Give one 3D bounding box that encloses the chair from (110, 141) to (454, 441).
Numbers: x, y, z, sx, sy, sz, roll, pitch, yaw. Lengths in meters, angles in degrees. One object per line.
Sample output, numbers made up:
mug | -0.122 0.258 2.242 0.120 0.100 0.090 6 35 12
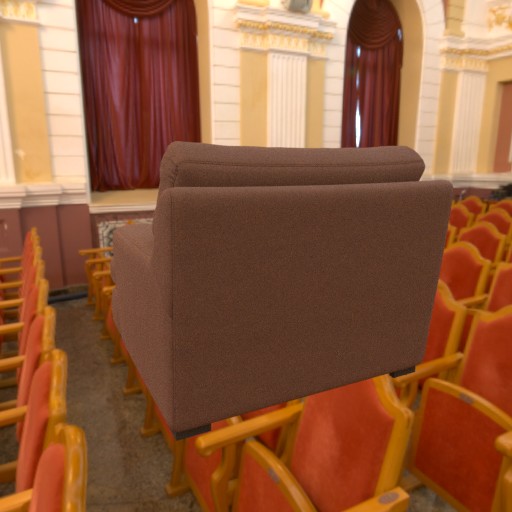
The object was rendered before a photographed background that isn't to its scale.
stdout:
chair | 0.000 0.000 1.961 1.168 0.940 1.143 -6 14 -26
